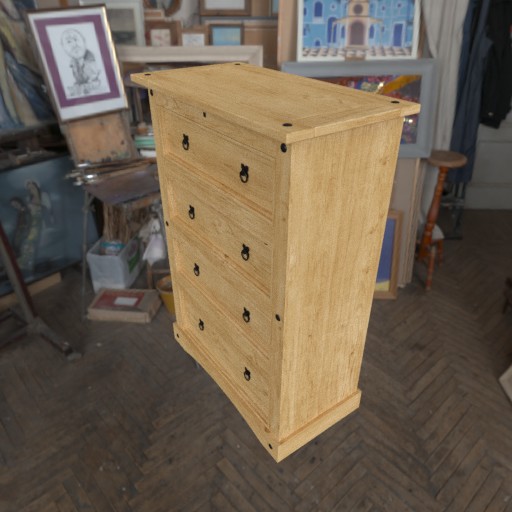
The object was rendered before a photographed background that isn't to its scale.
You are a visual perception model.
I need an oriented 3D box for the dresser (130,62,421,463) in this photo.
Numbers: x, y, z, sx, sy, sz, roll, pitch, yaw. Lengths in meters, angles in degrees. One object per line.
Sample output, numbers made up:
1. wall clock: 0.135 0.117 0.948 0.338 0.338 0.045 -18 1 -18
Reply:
1. dresser: 0.000 0.000 1.780 0.485 1.300 0.915 -21 38 -30
